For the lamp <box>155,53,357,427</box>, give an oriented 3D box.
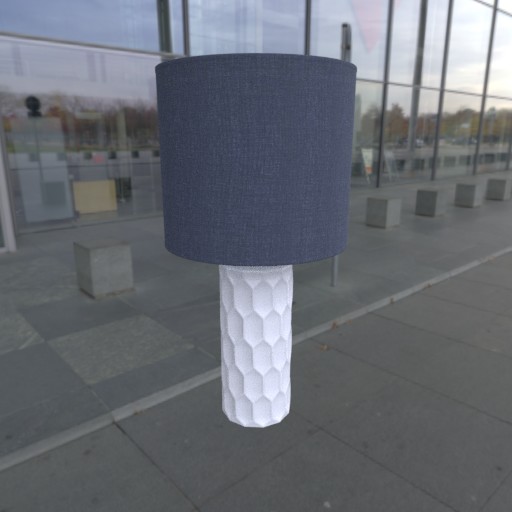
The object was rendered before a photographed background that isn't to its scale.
[{"bbox_3d":[0.000,0.000,0.690,0.277,0.537,0.277,-7,17,-25],"label":"lamp"}]
